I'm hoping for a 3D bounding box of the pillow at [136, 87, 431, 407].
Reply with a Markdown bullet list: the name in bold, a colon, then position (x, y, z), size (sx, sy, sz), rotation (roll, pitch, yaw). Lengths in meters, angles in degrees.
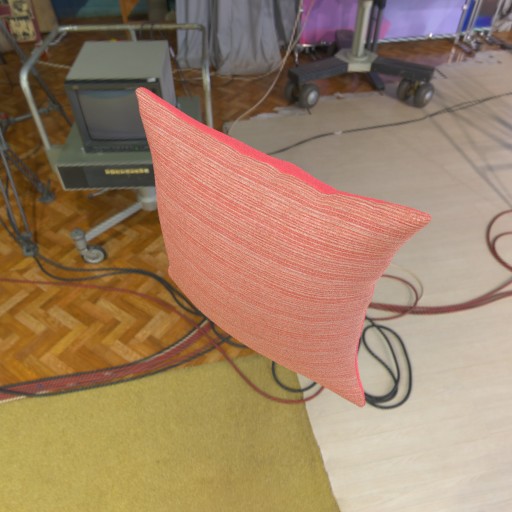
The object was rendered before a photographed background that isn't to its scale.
- **pillow**: position (0.000, 0.000, 0.821), size (0.559, 0.501, 0.229), rotation (31, 54, 26)
